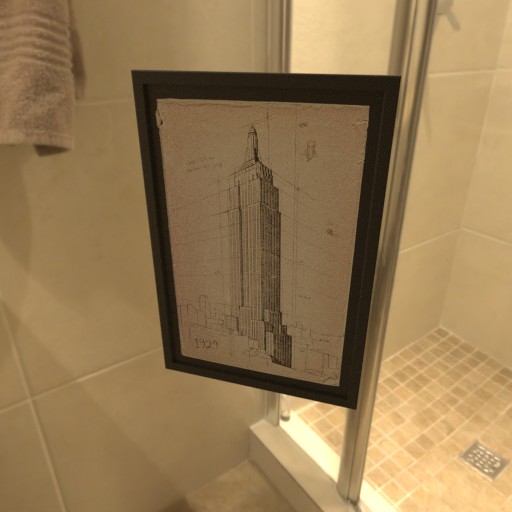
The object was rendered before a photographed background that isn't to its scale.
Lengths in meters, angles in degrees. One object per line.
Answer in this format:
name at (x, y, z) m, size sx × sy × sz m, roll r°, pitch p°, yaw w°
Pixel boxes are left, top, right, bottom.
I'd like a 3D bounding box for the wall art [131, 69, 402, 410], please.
wall art at (0.000, 0.000, 0.862) m, size 0.451 × 0.661 × 0.012 m, roll 8°, pitch 27°, yaw 15°
